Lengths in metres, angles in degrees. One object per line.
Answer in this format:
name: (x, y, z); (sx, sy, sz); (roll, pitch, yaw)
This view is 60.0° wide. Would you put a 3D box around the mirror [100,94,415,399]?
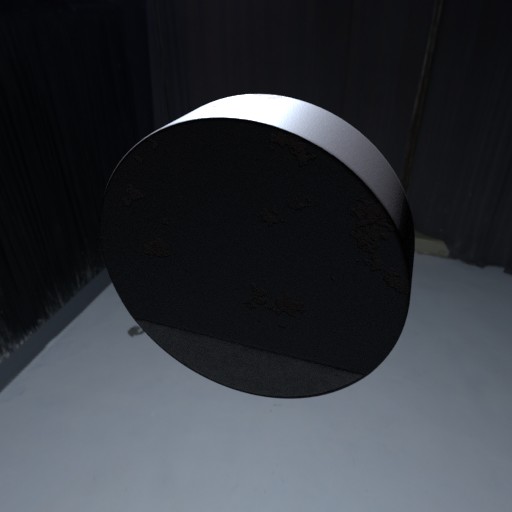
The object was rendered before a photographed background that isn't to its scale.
mirror: (0.000, 0.000, 0.576); (0.386, 0.386, 0.126); (11, 34, 16)
